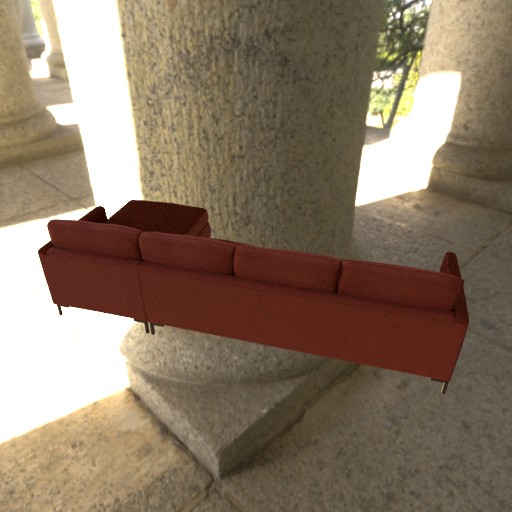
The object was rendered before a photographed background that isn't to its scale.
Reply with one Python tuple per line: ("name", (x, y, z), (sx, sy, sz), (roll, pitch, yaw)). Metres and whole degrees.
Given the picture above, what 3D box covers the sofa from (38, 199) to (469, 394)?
("sofa", (0.000, 0.000, 3.466), (2.932, 0.810, 1.350), (9, 33, 14))
